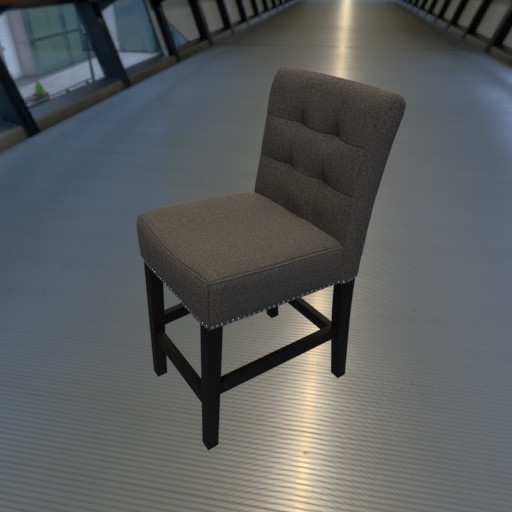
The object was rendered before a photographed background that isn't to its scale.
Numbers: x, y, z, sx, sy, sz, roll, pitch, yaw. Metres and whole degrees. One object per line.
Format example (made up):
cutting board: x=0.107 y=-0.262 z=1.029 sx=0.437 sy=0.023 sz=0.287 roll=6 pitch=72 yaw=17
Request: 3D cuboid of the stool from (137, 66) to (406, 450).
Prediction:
stool: x=0.000 y=0.000 z=1.234 sx=0.571 sy=0.885 sz=0.427 roll=-21 pitch=39 yaw=-29
